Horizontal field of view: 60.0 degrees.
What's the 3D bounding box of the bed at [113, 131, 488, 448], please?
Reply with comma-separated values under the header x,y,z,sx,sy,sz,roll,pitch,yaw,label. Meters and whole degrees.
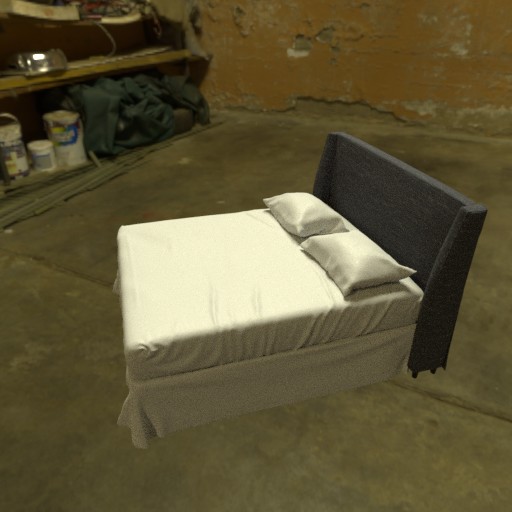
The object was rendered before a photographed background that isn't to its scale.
x,y,z,sx,sy,sz,roll,pitch,yaw,label
0.000,0.000,3.388,2.276,1.332,1.925,-8,31,-14,bed
